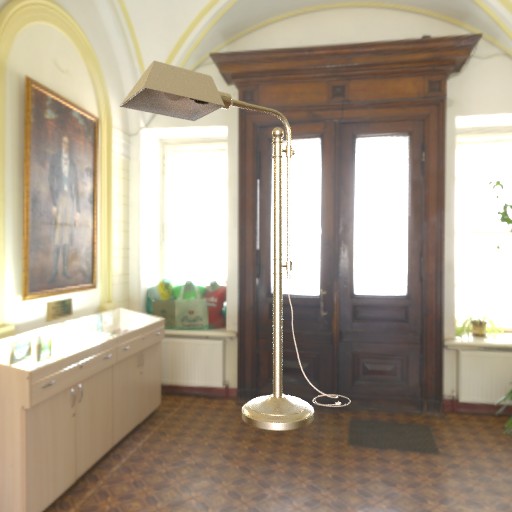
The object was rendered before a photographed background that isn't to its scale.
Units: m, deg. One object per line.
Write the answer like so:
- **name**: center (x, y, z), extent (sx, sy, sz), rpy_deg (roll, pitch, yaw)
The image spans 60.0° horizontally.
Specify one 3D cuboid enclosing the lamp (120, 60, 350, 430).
- **lamp**: center (0.000, 0.000, 0.941), extent (0.546, 0.708, 0.159), rpy_deg (0, 1, -35)
